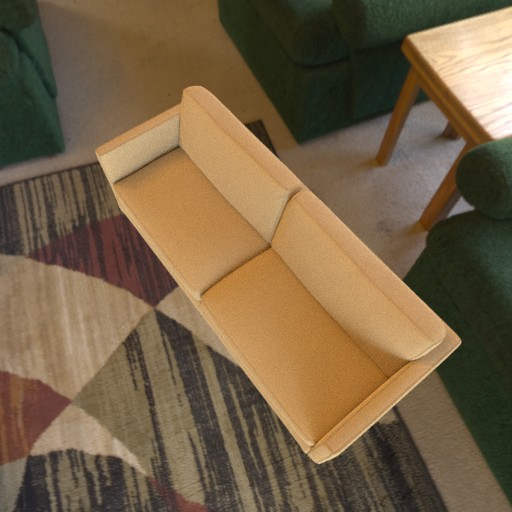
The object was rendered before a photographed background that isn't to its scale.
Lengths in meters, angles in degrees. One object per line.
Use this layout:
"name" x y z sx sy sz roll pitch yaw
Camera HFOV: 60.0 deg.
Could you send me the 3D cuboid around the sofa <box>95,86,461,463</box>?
"sofa" 0.000 0.000 2.849 0.951 0.968 2.361 -34 68 -16
